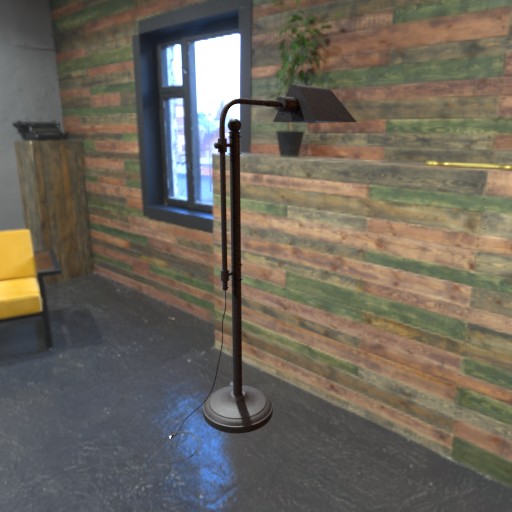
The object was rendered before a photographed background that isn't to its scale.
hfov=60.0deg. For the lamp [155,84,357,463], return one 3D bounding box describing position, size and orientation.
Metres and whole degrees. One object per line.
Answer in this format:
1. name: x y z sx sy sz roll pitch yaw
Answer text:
1. lamp: 0.000 0.000 0.954 0.159 0.708 0.545 15 21 42
